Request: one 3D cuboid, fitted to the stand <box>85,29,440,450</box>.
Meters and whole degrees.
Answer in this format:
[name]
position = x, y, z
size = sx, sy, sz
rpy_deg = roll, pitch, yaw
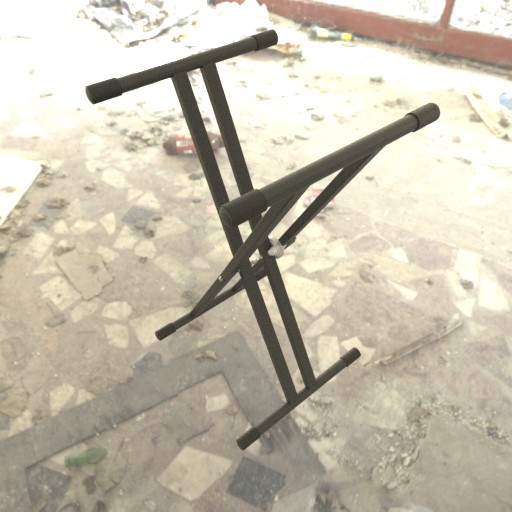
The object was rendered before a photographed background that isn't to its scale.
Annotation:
[stand]
position = 0.000, 0.000, 1.175
size = 0.495, 0.900, 0.503
rpy_deg = -30, 54, -25
